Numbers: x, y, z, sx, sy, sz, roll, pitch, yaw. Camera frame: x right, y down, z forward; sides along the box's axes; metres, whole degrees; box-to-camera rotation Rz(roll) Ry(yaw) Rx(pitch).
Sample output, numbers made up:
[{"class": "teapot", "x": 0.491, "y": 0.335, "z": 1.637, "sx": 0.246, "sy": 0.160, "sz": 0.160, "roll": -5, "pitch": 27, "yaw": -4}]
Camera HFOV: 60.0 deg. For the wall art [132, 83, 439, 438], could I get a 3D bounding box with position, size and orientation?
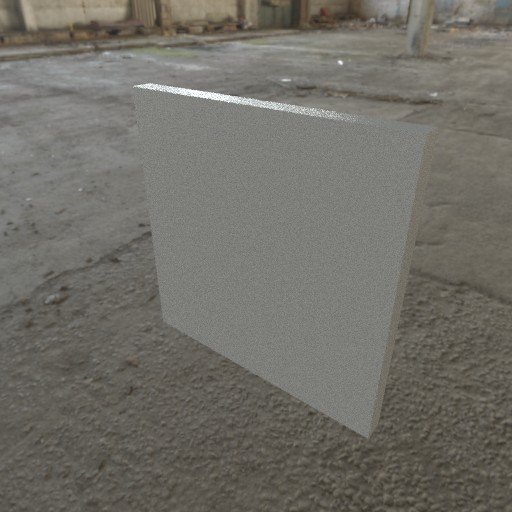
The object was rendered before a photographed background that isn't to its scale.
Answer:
[{"class": "wall art", "x": 0.000, "y": 0.000, "z": 0.533, "sx": 0.355, "sy": 0.355, "sz": 0.027, "roll": 21, "pitch": 36, "yaw": 32}]
